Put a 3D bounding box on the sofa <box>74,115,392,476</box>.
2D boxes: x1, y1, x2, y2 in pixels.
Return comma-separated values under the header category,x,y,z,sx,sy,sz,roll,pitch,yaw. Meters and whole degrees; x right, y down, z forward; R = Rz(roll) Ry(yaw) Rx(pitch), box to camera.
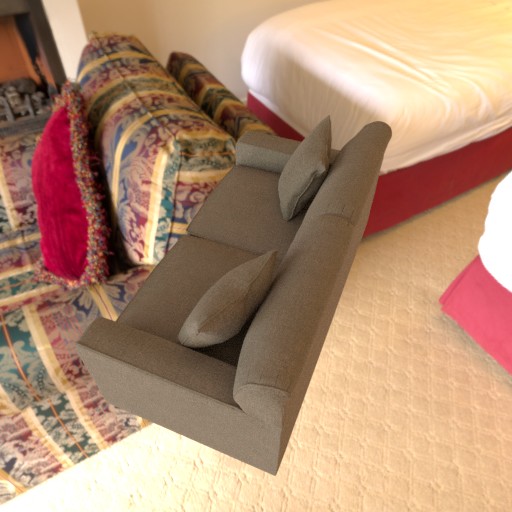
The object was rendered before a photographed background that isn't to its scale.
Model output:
category,x,y,z,sx,sy,sz,roll,pitch,yaw
sofa,0.000,0.000,2.445,1.000,0.958,1.846,17,49,15
